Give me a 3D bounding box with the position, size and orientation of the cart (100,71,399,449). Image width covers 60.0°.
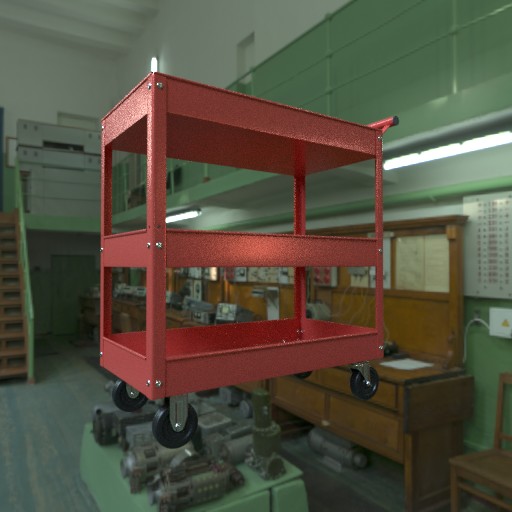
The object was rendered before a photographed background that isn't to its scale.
[{"bbox_3d":[0.000,0.000,1.177,0.719,0.780,0.366,1,-1,-34],"label":"cart"}]
